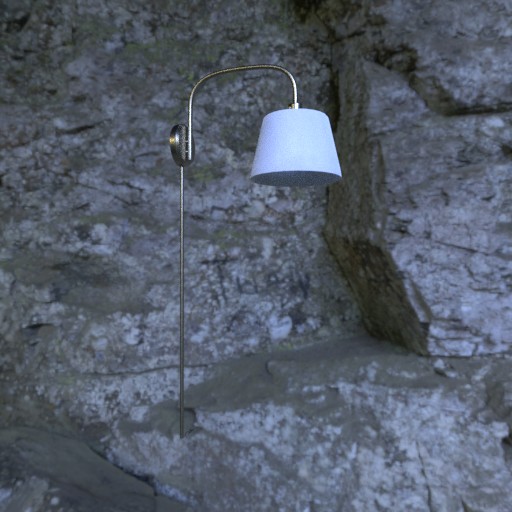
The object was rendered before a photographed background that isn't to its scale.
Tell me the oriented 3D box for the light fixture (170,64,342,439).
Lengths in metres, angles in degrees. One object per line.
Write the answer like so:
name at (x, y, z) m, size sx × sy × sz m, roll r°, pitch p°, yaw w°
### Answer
light fixture at (0.000, 0.000, 0.461) m, size 0.176 × 0.399 × 0.092 m, roll 0°, pitch 0°, yaw 17°
